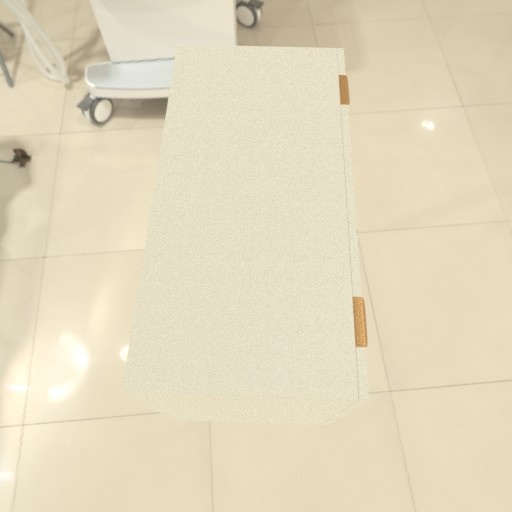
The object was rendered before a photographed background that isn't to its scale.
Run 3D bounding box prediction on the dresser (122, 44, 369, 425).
[{"bbox_3d":[0.000,0.000,1.321,0.457,0.721,0.905,2,65,1],"label":"dresser"}]
